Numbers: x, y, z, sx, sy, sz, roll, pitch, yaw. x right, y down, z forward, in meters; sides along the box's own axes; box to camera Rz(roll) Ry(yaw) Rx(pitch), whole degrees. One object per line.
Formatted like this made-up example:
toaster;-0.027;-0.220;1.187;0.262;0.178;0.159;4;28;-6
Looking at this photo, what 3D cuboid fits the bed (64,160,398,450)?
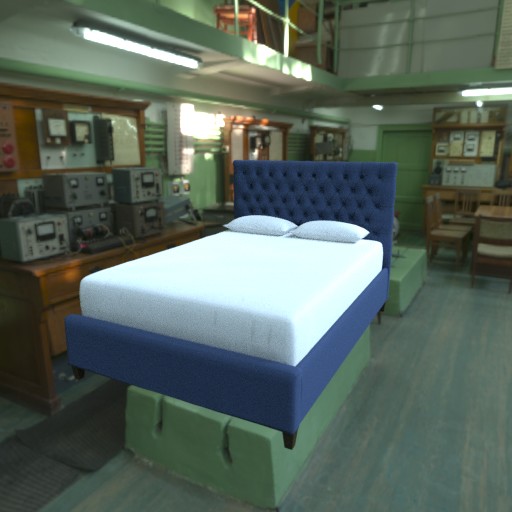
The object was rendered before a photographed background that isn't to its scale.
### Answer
bed;0.000;0.000;3.542;1.706;1.427;2.387;7;15;26
